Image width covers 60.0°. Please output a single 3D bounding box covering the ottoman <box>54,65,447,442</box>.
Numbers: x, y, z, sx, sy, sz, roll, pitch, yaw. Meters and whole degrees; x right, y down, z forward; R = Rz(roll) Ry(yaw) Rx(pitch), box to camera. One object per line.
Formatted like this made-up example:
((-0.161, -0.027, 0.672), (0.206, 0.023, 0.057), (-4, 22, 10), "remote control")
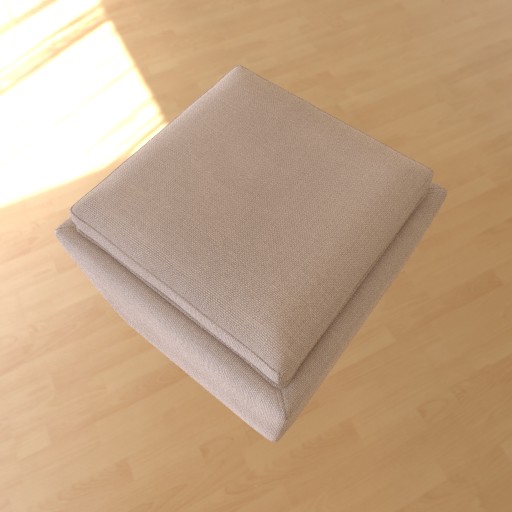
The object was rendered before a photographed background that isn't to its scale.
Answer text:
((0.000, 0.000, 0.816), (0.450, 0.460, 0.451), (35, 68, 16), "ottoman")
